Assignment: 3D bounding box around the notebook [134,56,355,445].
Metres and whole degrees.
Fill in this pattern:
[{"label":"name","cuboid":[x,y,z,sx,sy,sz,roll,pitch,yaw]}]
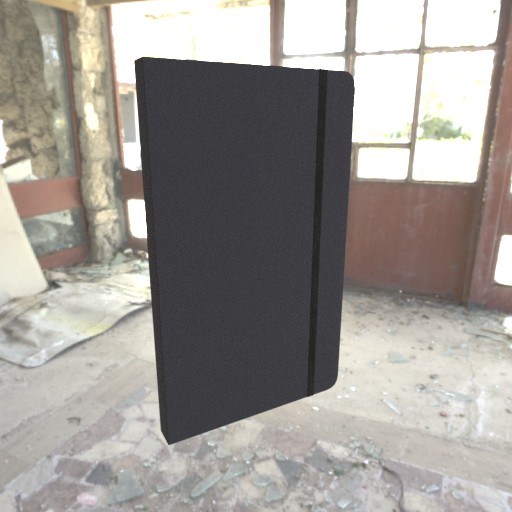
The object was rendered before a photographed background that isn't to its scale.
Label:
[{"label":"notebook","cuboid":[0.000,0.000,0.268,0.127,0.213,0.016,-9,19,-28]}]
